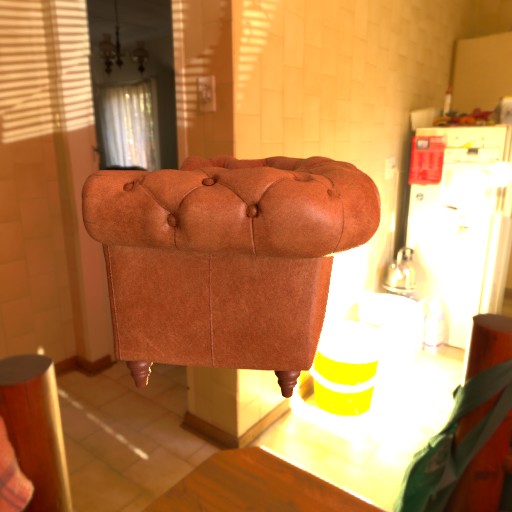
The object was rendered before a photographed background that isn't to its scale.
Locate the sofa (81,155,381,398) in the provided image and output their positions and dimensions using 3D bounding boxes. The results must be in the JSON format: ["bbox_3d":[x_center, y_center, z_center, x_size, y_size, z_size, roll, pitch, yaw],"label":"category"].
[{"bbox_3d":[0.000,0.000,2.046,1.033,0.878,1.405,2,15,7],"label":"sofa"}]
